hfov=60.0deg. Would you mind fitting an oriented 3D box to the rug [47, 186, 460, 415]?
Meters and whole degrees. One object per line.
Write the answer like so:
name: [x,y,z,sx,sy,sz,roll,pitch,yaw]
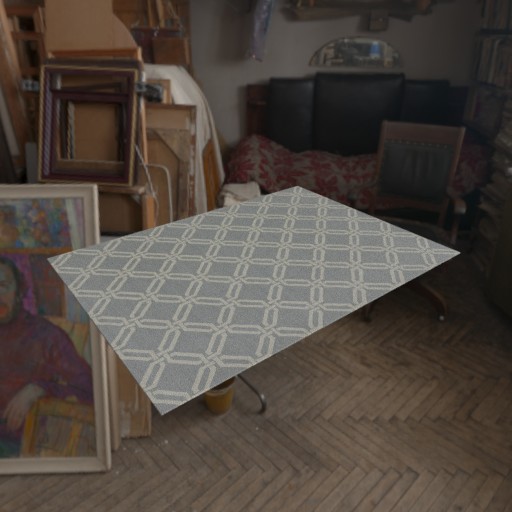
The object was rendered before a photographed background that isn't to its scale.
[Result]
rug: [0.000,0.000,4.443,3.353,0.013,2.438,-21,35,-32]
